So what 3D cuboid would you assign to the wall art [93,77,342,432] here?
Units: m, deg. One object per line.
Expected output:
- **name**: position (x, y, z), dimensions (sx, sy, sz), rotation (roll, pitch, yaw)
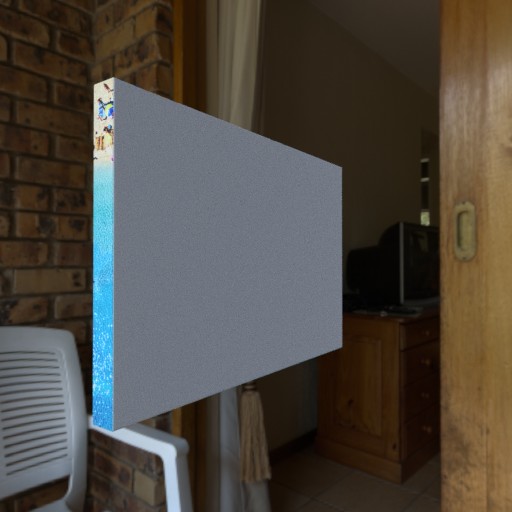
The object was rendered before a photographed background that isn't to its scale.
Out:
- **wall art**: position (0.000, 0.000, 1.120), dimensions (0.057, 0.595, 0.894), rotation (0, -1, 36)
